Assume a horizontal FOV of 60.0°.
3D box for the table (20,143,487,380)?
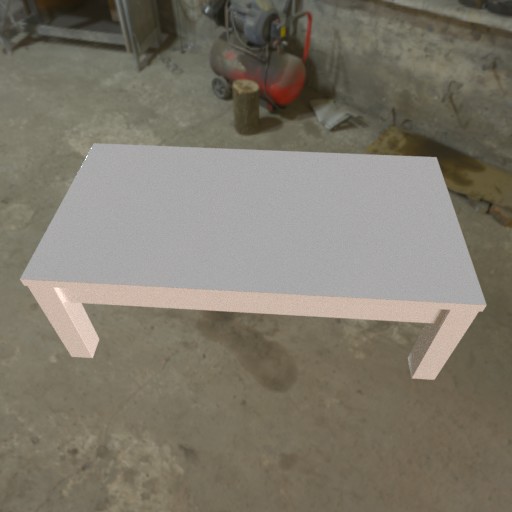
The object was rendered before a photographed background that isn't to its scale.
[{"bbox_3d":[0.000,0.000,1.685,1.350,0.470,0.700,3,48,3],"label":"table"}]
